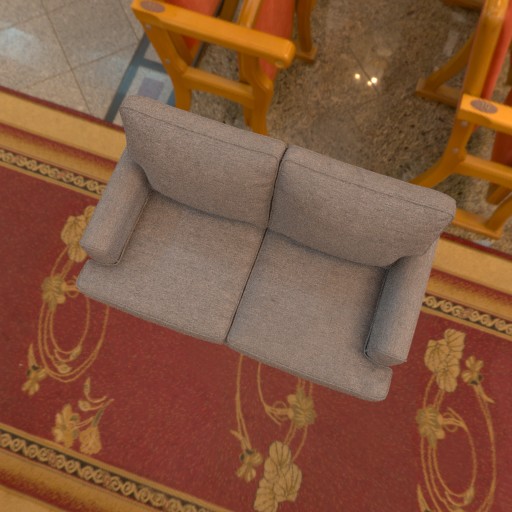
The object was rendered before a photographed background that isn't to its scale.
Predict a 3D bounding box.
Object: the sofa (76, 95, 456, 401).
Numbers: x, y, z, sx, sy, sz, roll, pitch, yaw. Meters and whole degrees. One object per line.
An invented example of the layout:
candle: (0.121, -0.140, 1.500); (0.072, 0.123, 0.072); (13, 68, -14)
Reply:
sofa: (0.000, 0.000, 2.234); (1.651, 0.965, 0.965); (19, 76, 5)
